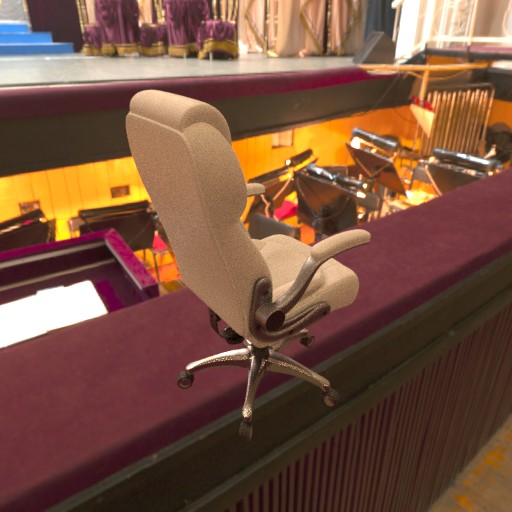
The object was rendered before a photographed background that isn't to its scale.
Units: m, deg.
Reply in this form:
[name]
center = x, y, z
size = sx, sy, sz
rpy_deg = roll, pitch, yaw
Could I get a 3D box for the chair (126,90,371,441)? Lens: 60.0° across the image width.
[chair]
center = 0.000, 0.000, 1.850
size = 0.806, 1.330, 0.755
rpy_deg = -18, 32, -31
